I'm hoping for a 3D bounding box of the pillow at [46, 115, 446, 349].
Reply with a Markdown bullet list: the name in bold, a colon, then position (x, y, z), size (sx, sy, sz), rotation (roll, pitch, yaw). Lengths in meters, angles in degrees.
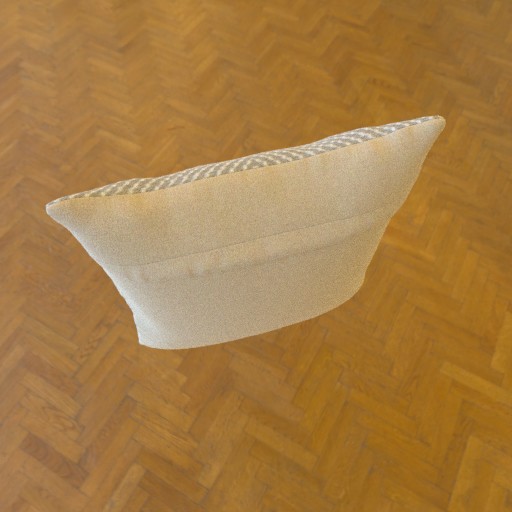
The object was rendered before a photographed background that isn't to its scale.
- **pillow**: position (0.000, 0.000, 0.684), size (0.459, 0.458, 0.181), rotation (-14, 60, -8)
